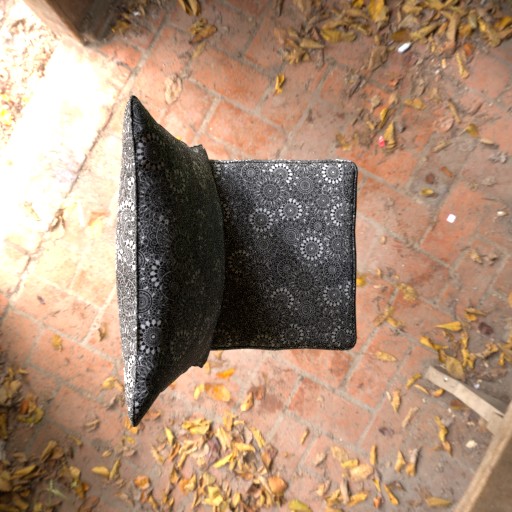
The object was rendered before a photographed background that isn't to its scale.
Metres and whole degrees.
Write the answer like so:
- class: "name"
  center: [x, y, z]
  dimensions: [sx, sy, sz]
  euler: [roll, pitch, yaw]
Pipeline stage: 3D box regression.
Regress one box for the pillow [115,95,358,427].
- class: "pillow"
  center: [0.000, 0.000, 1.364]
  dimensions: [0.740, 0.722, 0.798]
  euler: [0, 91, 0]
